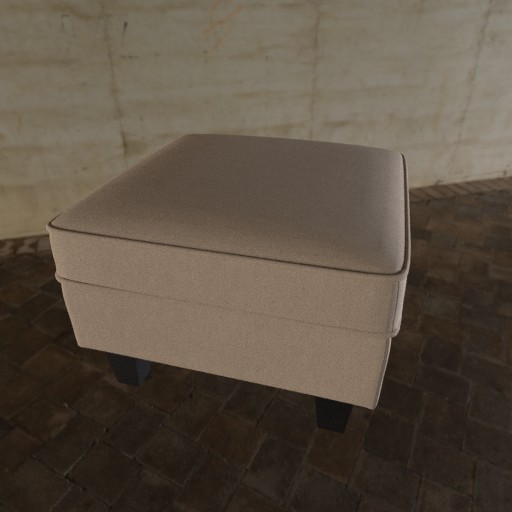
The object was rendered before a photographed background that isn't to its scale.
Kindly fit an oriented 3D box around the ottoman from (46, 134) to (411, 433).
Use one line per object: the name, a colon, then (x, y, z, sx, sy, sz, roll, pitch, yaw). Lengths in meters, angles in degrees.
ottoman: (0.000, 0.000, 1.011, 0.616, 0.438, 0.613, 8, 31, 13)
